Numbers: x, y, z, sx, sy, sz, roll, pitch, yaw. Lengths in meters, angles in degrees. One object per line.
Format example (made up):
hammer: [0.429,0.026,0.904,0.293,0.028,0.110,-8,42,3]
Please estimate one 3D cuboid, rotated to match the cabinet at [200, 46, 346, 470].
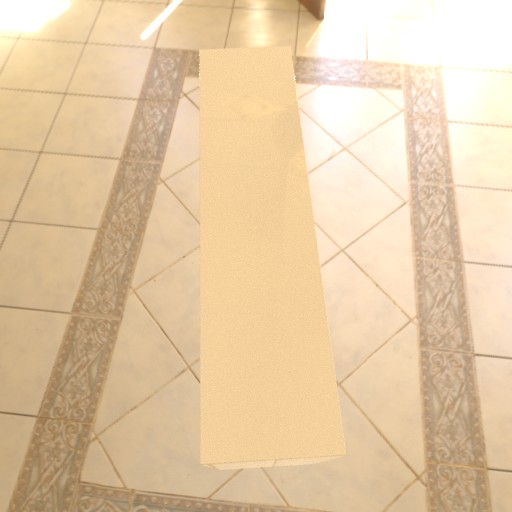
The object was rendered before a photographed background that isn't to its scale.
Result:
cabinet: [0.000,0.000,1.936,0.400,0.800,1.650,-3,63,-1]
